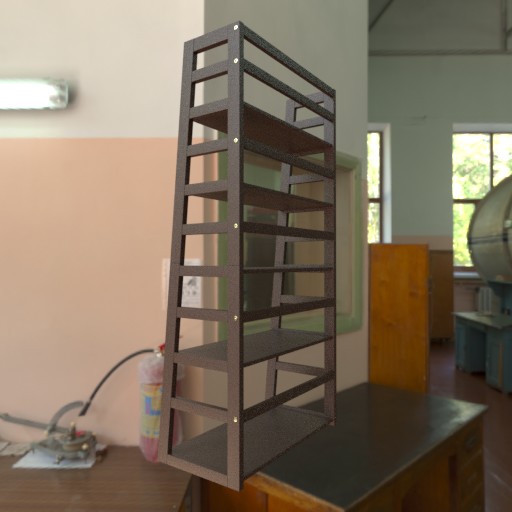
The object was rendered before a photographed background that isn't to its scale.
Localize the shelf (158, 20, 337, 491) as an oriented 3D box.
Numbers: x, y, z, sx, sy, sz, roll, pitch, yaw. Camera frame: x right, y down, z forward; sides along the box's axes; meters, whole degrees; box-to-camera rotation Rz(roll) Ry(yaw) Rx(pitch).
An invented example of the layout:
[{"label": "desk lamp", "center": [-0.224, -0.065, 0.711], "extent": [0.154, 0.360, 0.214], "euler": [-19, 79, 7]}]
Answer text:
[{"label": "shelf", "center": [0.000, 0.000, 1.929], "extent": [0.403, 1.600, 0.763], "euler": [0, -1, 35]}]
